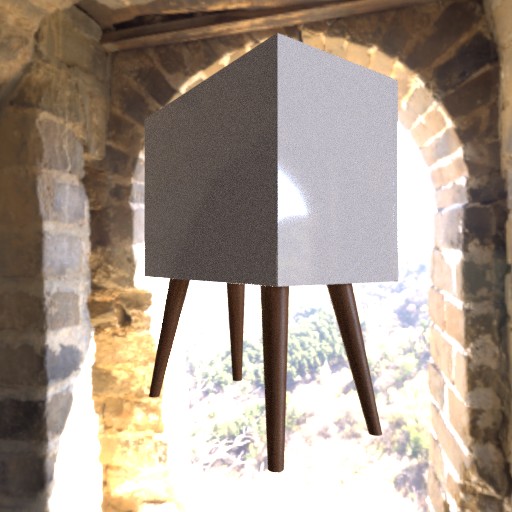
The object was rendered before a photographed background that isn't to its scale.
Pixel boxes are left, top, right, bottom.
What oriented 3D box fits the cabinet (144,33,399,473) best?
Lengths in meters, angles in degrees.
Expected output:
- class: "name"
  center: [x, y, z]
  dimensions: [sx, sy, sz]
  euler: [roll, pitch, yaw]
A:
- class: "cabinet"
  center: [0.000, 0.000, 1.107]
  dimensions: [0.344, 0.772, 0.591]
  euler: [0, -1, -36]
